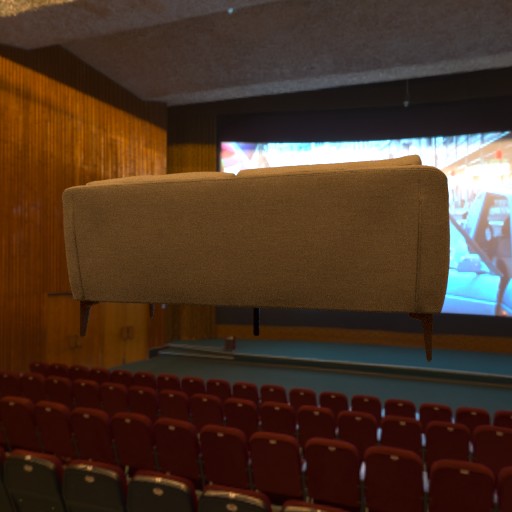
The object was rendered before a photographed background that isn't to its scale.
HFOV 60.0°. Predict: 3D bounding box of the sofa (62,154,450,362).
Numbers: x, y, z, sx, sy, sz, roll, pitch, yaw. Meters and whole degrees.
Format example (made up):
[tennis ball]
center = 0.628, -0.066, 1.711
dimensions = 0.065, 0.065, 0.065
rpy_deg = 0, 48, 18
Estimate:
[sofa]
center = 0.000, 0.000, 2.539
dimensions = 2.036, 0.913, 0.980
rpy_deg = 0, 0, 18
